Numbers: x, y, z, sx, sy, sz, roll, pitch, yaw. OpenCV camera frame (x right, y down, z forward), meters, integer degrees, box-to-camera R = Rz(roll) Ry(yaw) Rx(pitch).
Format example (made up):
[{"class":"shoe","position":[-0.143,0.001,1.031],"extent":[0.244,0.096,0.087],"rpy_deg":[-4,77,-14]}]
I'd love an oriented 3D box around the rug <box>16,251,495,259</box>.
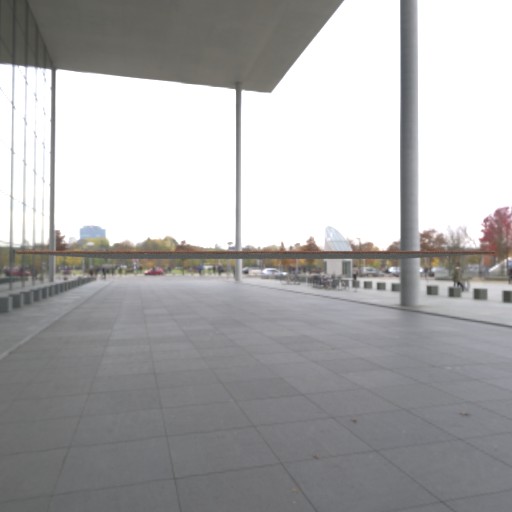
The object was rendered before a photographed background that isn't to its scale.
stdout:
[{"class":"rug","position":[0.000,0.000,3.013],"extent":[2.438,0.014,1.524],"rpy_deg":[0,-1,0]}]
